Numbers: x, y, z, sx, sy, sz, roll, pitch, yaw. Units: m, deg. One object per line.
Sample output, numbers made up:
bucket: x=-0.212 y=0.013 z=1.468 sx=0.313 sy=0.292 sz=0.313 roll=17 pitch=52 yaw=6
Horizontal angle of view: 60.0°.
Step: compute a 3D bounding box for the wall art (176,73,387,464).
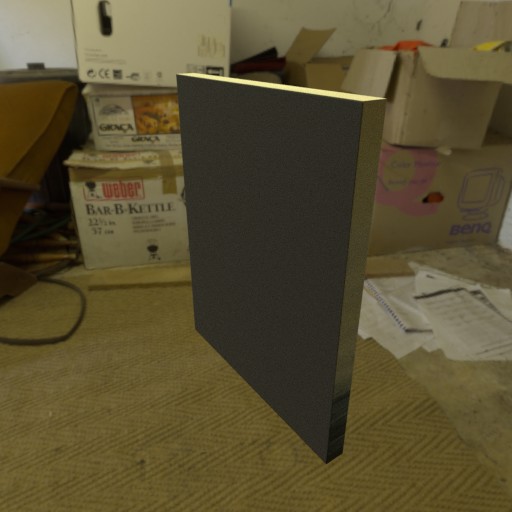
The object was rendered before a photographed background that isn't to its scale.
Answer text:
wall art: x=0.000 y=0.000 z=0.834 sx=0.040 sy=0.608 sz=0.489 roll=-17 pitch=31 yaw=-31
